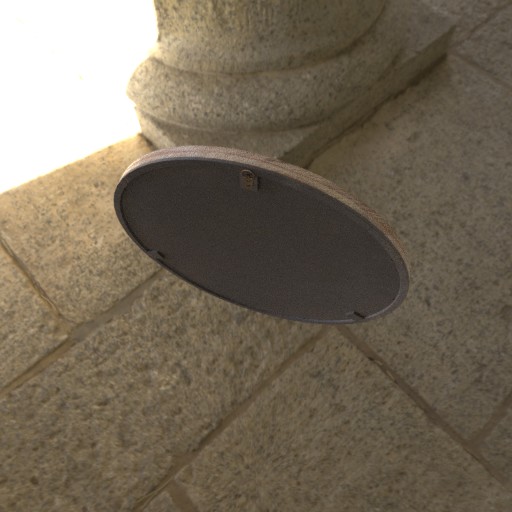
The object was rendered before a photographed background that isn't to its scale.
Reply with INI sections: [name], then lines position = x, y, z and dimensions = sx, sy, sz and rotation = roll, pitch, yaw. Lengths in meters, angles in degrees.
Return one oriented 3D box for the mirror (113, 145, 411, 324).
[mirror]
position = 0.000, 0.000, 1.072
dimensions = 0.710, 0.710, 0.038
rotation = 16, 64, 8
